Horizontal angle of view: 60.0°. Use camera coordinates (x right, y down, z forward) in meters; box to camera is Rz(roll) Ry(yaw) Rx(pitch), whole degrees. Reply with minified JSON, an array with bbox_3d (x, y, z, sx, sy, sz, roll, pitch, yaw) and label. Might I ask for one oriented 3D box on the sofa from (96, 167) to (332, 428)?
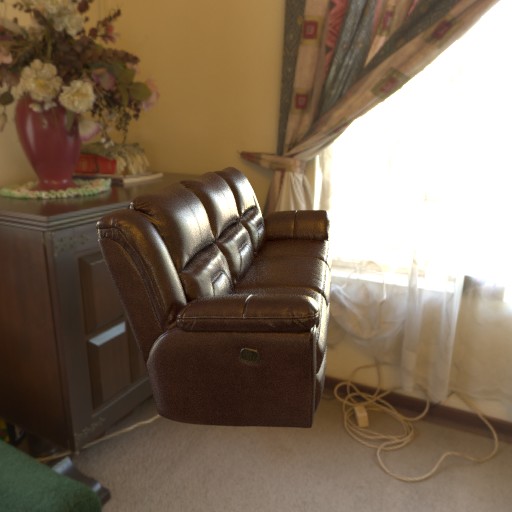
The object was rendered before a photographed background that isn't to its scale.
[{"bbox_3d":[0.000,0.000,2.924,0.991,1.043,2.337,3,16,10],"label":"sofa"}]
